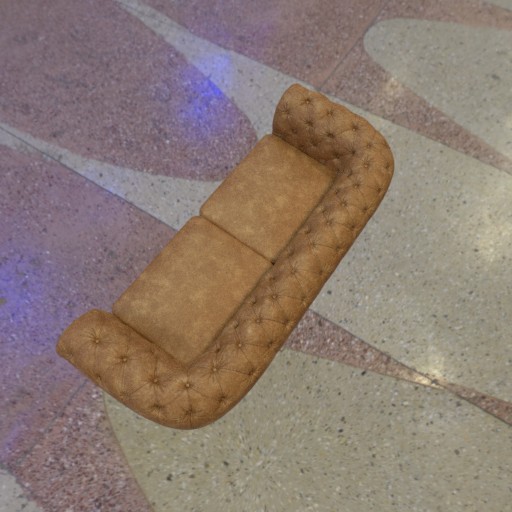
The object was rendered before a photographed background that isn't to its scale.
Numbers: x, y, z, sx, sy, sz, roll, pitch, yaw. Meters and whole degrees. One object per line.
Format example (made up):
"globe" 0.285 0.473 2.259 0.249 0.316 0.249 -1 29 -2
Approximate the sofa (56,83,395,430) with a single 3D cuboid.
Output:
"sofa" 0.000 0.000 2.882 0.989 0.760 2.365 33 68 15
